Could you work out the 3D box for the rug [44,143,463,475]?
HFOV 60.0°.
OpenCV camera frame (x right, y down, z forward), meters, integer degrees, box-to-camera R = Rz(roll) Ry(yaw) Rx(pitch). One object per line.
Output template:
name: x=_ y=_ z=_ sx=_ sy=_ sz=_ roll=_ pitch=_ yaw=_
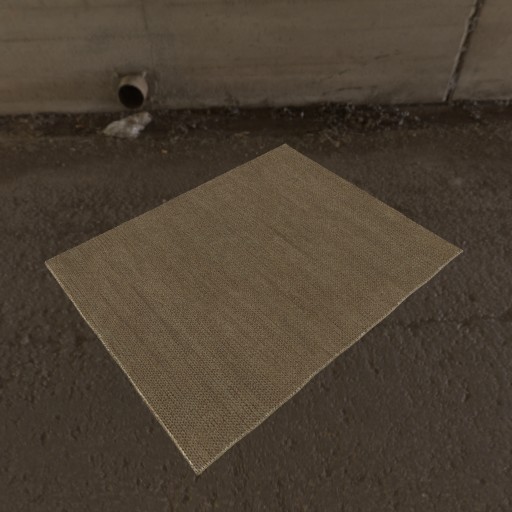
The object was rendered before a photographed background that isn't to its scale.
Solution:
rug: x=0.000 y=0.000 z=4.106 sx=3.052 sy=0.030 sz=2.429 roll=-32 pitch=54 yaw=-27
